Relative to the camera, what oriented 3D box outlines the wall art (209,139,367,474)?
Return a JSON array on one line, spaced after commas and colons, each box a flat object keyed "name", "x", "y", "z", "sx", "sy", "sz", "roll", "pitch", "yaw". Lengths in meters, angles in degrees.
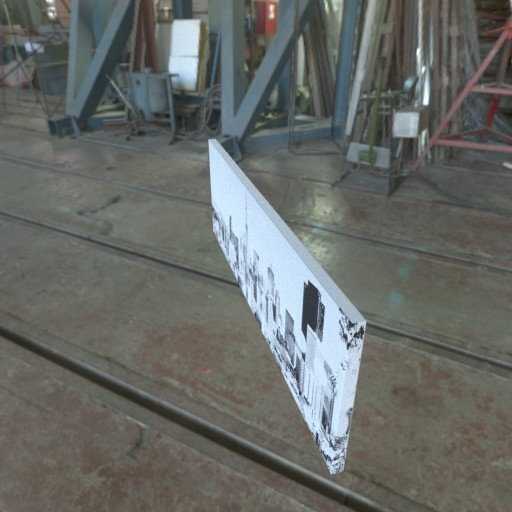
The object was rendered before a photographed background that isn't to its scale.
[{"name": "wall art", "x": 0.000, "y": 0.000, "z": 1.695, "sx": 0.039, "sy": 0.507, "sz": 1.520, "roll": -8, "pitch": 31, "yaw": -14}]
